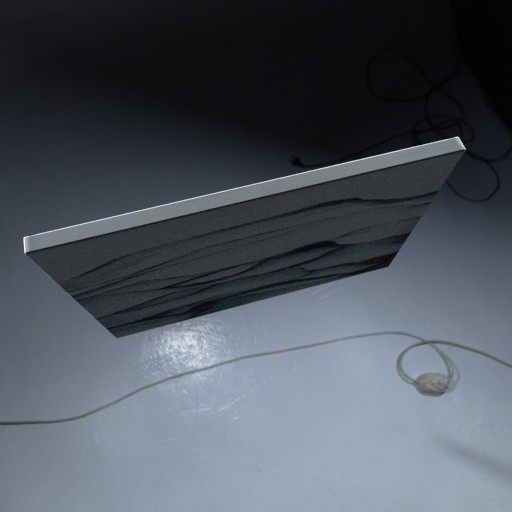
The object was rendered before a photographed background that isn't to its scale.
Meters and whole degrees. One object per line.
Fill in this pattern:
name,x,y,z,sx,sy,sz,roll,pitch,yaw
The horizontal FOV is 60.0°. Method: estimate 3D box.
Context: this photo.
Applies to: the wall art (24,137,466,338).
wall art,0.000,0.000,1.168,0.914,0.609,0.039,-14,65,-7
